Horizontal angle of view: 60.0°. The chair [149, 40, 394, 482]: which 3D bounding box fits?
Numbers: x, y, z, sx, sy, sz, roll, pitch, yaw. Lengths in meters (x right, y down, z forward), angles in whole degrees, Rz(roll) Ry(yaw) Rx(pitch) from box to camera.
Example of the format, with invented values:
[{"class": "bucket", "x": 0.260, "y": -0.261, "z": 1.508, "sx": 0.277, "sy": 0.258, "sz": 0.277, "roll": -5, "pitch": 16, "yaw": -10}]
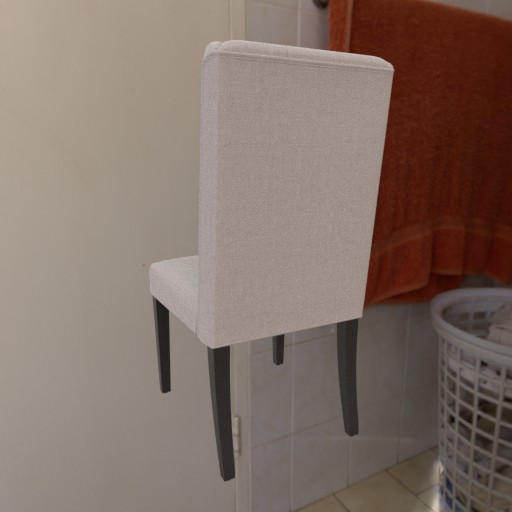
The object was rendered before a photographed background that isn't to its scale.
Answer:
[{"class": "chair", "x": 0.000, "y": 0.000, "z": 1.216, "sx": 0.474, "sy": 0.961, "sz": 0.523, "roll": -7, "pitch": 15, "yaw": -26}]
